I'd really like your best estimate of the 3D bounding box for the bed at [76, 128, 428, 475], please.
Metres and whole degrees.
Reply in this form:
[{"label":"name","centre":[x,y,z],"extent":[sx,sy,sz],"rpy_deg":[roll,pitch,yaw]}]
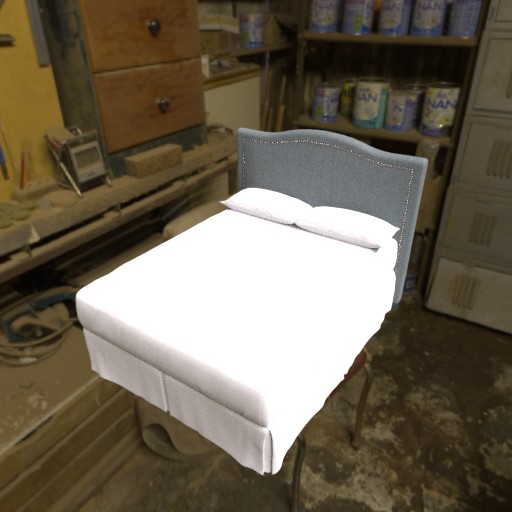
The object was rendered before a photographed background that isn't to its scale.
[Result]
[{"label":"bed","centre":[0.000,0.000,3.345],"extent":[1.753,1.460,2.143],"rpy_deg":[19,34,29]}]
